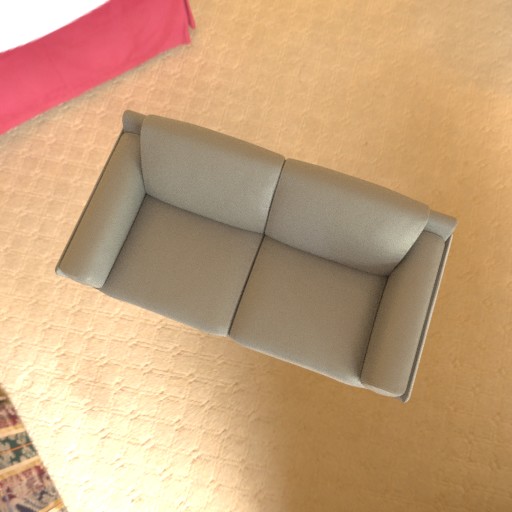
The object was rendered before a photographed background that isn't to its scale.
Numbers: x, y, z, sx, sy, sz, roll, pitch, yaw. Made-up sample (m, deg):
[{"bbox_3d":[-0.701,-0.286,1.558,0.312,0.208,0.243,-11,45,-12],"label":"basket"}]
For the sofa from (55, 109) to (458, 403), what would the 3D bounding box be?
[{"bbox_3d":[0.000,0.000,2.666,2.101,0.930,1.049,19,77,5],"label":"sofa"}]
